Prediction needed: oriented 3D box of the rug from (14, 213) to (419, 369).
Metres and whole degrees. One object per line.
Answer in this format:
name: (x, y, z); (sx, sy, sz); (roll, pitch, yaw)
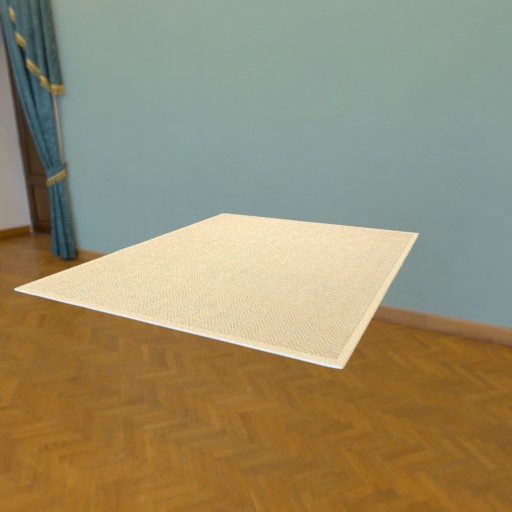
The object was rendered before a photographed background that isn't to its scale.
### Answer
rug: (0.000, 0.000, 3.965); (2.423, 0.019, 3.009); (8, 19, 25)
